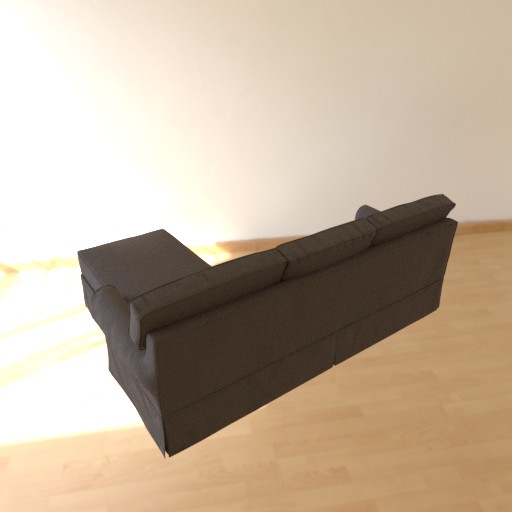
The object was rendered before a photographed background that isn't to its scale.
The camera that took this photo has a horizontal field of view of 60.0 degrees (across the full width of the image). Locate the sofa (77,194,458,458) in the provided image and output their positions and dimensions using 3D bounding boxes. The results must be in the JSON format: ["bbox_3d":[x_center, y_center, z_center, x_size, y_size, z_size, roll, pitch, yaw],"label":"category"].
[{"bbox_3d":[0.000,0.000,3.353,2.475,0.978,1.733,-19,33,-31],"label":"sofa"}]
